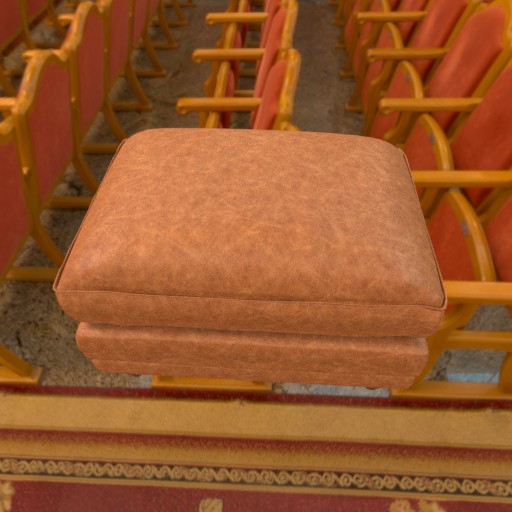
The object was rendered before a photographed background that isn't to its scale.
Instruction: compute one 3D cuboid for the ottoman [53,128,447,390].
[{"bbox_3d":[0.000,0.000,1.055,0.710,0.480,0.533,3,47,2],"label":"ottoman"}]
